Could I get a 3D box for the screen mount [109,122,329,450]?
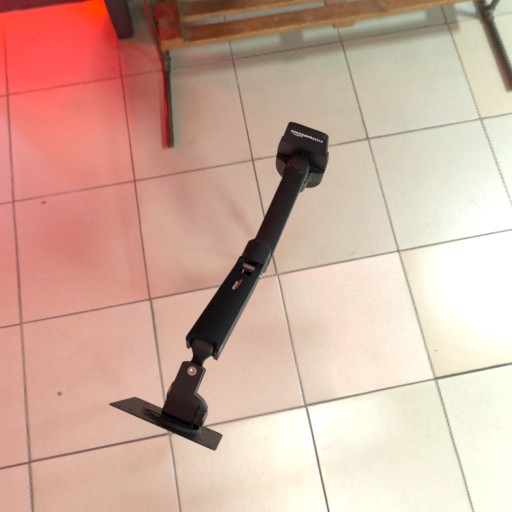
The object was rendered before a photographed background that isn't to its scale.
[{"bbox_3d":[0.000,0.000,0.711,0.115,0.466,0.495,21,77,5],"label":"screen mount"}]
